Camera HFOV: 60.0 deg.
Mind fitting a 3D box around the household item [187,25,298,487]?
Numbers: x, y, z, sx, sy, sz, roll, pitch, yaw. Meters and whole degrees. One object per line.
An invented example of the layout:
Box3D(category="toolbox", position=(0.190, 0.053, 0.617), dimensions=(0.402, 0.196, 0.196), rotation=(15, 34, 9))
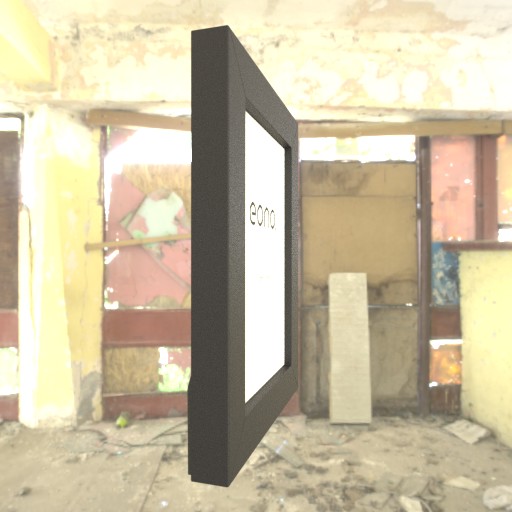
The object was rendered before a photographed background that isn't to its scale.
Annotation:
Box3D(category="household item", position=(0.000, 0.000, 0.236), dimensions=(0.022, 0.178, 0.133), rotation=(0, 0, 17))
